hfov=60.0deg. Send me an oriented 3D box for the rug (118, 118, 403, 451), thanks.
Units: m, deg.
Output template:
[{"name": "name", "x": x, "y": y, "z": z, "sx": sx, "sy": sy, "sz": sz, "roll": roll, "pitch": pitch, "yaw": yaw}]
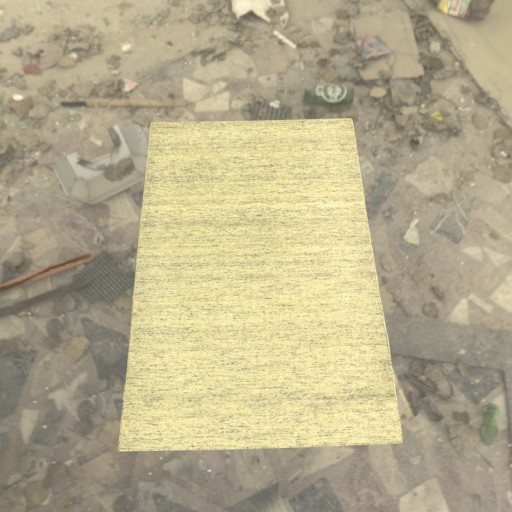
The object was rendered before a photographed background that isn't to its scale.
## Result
[{"name": "rug", "x": 0.000, "y": 0.000, "z": 2.838, "sx": 1.523, "sy": 0.017, "sz": 2.263, "roll": -1, "pitch": 64, "yaw": -1}]
